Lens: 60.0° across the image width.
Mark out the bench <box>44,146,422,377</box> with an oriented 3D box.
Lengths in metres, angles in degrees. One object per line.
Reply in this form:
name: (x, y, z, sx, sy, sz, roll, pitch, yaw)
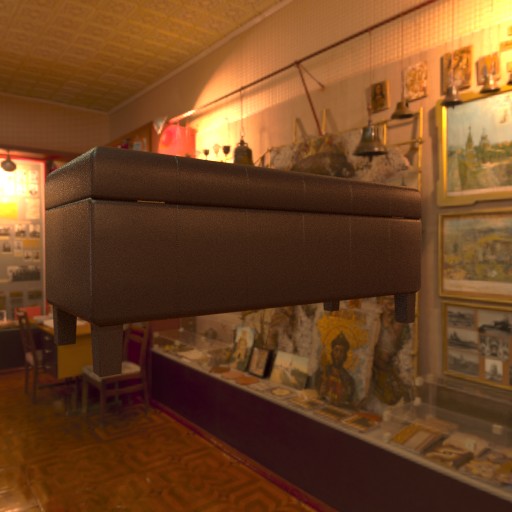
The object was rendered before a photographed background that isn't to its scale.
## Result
bench: (0.000, 0.000, 1.336, 1.092, 0.457, 0.429, -1, 2, -37)
